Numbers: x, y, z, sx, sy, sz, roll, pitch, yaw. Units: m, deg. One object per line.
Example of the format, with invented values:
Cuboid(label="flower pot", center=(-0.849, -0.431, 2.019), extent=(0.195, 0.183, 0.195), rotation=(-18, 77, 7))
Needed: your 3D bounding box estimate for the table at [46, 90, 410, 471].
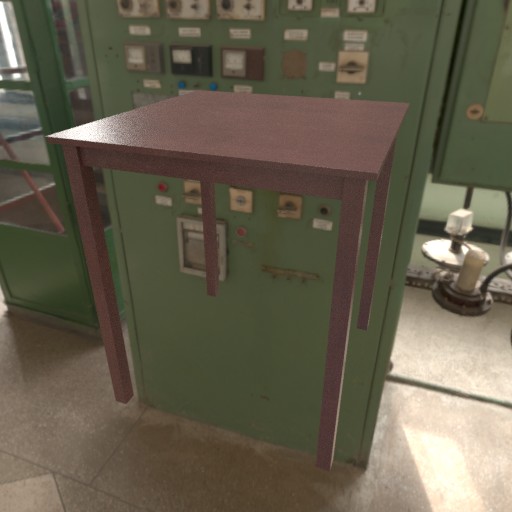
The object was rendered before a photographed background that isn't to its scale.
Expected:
Cuboid(label="table", center=(0.000, 0.000, 1.625), extent=(0.861, 0.991, 0.861), rotation=(10, 30, 18))
